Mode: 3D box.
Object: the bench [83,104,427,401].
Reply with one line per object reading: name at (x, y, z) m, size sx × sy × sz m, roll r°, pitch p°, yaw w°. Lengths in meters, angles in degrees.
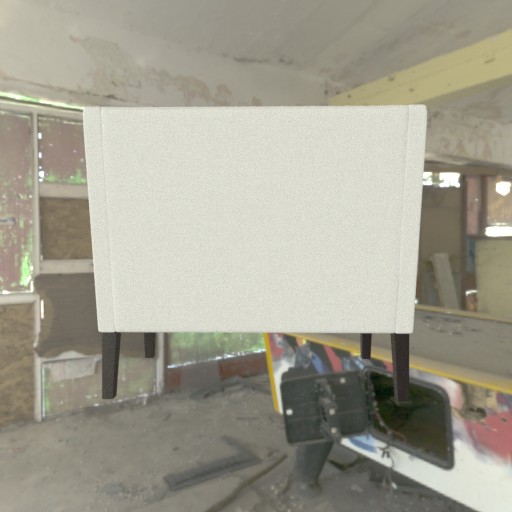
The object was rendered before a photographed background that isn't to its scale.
bench at (0.000, 0.000, 2.044) m, size 1.280 × 1.123 × 0.847 m, roll 0°, pitch 2°, yaw 1°
